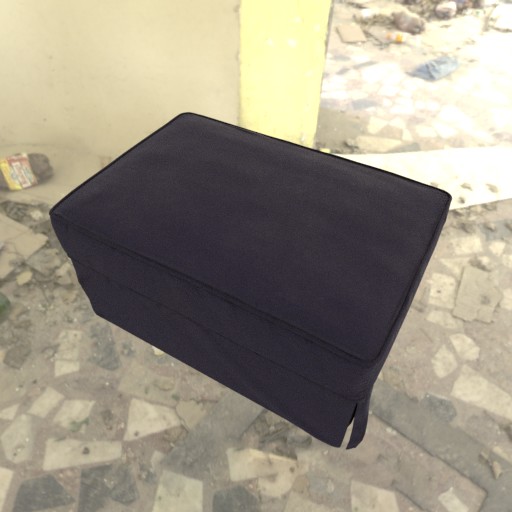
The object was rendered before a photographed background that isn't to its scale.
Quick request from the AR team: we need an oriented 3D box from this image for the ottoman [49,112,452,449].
[{"bbox_3d":[0.000,0.000,1.312,0.938,0.503,0.637,23,51,20],"label":"ottoman"}]
